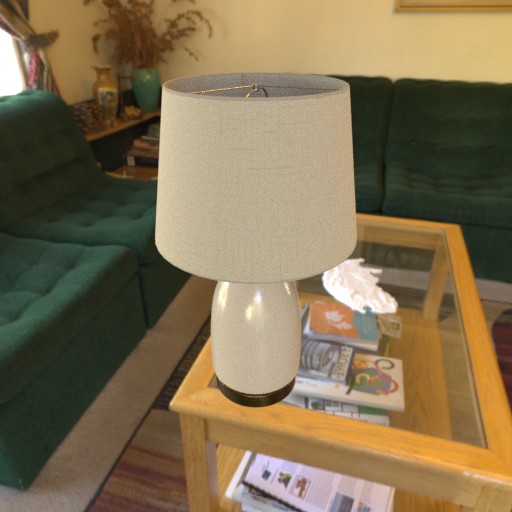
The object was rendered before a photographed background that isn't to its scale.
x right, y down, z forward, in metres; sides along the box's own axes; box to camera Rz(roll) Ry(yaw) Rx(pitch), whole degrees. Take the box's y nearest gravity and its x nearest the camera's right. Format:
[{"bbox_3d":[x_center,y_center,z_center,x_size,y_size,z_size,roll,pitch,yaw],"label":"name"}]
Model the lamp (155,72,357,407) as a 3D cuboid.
[{"bbox_3d":[0.000,0.000,0.659,0.285,0.483,0.285,0,29,0],"label":"lamp"}]
